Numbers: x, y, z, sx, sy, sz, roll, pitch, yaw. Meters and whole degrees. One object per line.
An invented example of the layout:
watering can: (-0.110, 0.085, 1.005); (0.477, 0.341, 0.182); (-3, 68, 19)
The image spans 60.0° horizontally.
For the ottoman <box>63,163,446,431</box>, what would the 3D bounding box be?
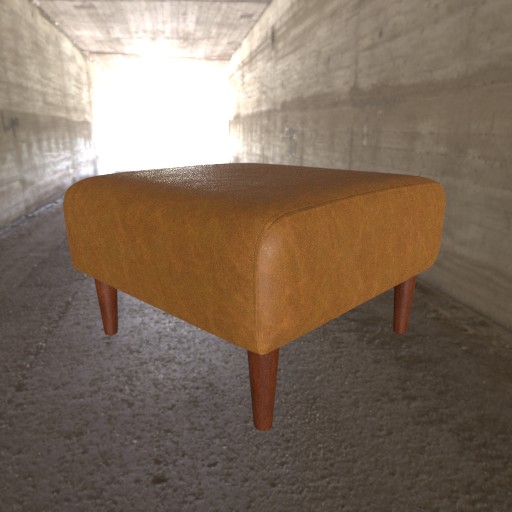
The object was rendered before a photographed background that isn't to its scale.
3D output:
ottoman: (0.000, 0.000, 1.058); (0.650, 0.399, 0.650); (15, 22, 42)
